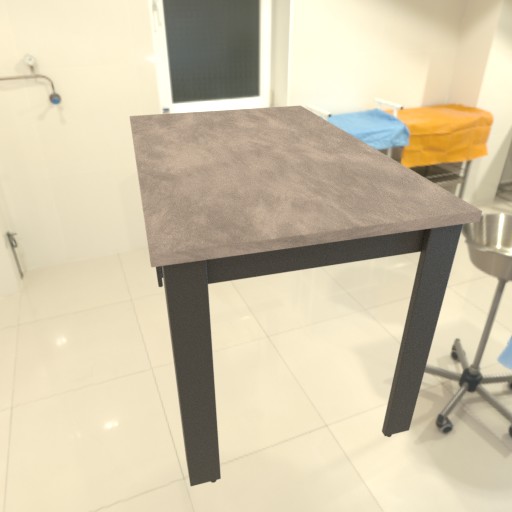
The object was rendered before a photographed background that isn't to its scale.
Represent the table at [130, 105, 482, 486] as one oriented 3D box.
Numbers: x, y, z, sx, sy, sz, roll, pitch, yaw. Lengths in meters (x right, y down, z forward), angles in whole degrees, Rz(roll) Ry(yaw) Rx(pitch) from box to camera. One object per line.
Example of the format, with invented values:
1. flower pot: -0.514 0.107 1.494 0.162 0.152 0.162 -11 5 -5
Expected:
1. table: 0.000 0.000 1.509 0.700 0.734 1.100 -8 31 -13
